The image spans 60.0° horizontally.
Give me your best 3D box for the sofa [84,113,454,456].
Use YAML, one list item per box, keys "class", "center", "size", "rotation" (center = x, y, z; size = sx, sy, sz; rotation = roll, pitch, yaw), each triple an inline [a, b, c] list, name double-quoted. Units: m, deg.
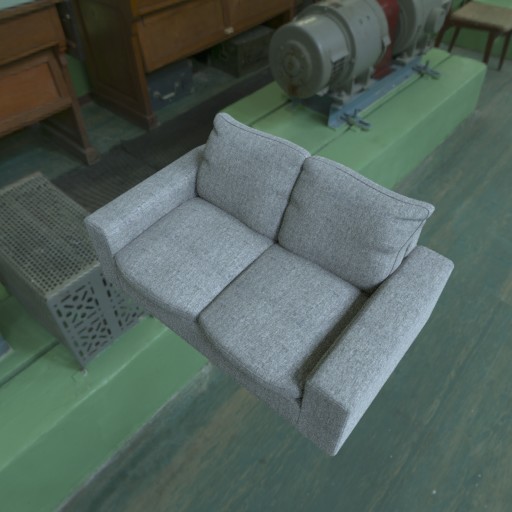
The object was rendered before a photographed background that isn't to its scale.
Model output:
- class: "sofa"
  center: [0.000, 0.000, 2.442]
  size: [1.758, 0.877, 1.094]
  rotation: [31, 55, 26]
